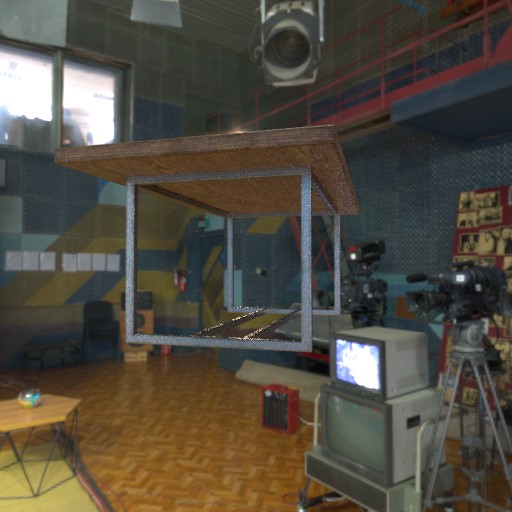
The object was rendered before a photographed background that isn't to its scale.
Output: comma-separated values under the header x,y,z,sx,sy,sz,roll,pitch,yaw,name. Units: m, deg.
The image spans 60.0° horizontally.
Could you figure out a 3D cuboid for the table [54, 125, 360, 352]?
x,y,z,sx,sy,sz,roll,pitch,yaw,name
0.000,0.000,2.524,1.078,0.795,1.989,0,-2,15,table
